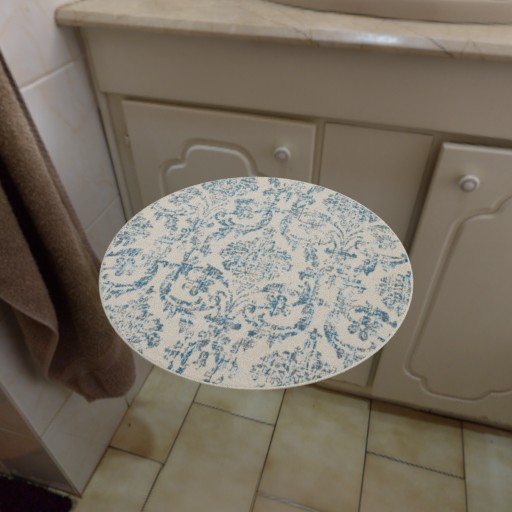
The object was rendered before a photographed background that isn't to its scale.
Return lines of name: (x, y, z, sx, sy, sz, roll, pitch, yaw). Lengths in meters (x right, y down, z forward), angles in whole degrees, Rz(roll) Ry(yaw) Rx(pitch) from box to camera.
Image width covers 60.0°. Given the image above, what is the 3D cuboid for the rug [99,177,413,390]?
rug: (0.000, 0.000, 2.326, 1.593, 0.012, 1.593, 0, 41, 0)
